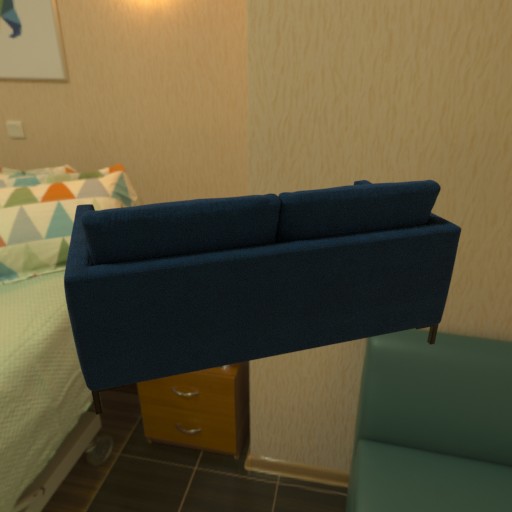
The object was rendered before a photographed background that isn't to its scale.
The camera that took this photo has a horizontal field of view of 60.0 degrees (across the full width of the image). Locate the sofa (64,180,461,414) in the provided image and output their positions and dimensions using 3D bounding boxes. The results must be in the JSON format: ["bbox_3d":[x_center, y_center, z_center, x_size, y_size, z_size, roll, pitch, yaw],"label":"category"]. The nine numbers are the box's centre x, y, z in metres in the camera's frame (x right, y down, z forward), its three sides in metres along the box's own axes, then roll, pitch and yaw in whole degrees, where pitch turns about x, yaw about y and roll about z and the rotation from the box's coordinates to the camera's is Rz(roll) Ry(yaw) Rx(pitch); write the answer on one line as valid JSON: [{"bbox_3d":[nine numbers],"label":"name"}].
[{"bbox_3d":[0.000,0.000,2.194,1.676,0.817,0.875,-7,26,-16],"label":"sofa"}]
